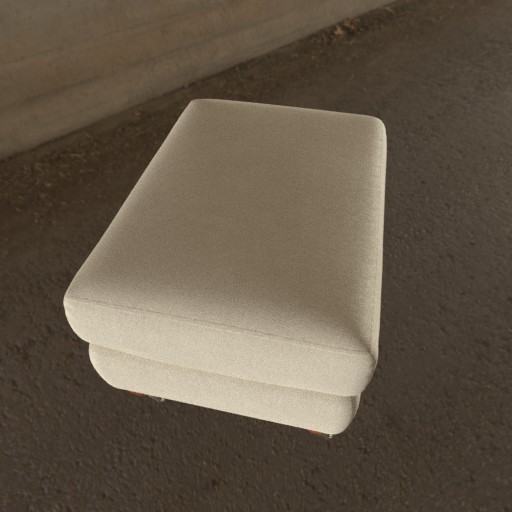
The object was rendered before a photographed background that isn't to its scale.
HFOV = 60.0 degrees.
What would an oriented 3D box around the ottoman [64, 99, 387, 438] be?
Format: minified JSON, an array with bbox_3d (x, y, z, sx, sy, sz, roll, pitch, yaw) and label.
[{"bbox_3d":[0.000,0.000,1.126,0.569,0.499,0.773,9,48,9],"label":"ottoman"}]
